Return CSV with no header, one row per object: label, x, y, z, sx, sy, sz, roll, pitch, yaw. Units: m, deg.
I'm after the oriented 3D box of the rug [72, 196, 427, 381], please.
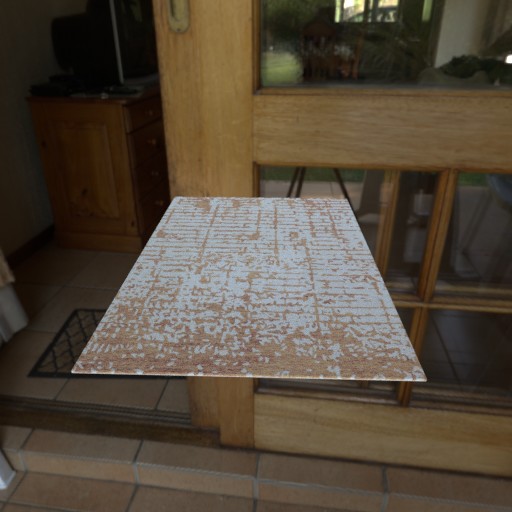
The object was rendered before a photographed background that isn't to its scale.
rug,0.000,0.000,2.329,1.219,0.011,1.829,1,27,2
